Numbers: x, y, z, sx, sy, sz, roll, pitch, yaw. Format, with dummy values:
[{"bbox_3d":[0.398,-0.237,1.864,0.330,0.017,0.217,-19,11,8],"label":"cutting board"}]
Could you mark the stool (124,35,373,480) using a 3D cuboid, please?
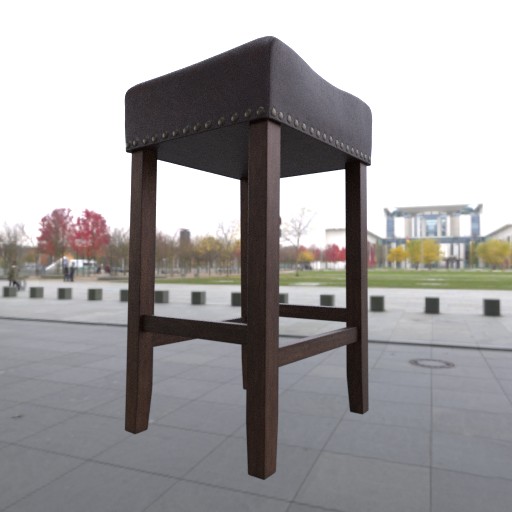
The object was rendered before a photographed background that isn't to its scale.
[{"bbox_3d":[0.000,0.000,1.044,0.401,0.769,0.465,-1,-2,37],"label":"stool"}]
